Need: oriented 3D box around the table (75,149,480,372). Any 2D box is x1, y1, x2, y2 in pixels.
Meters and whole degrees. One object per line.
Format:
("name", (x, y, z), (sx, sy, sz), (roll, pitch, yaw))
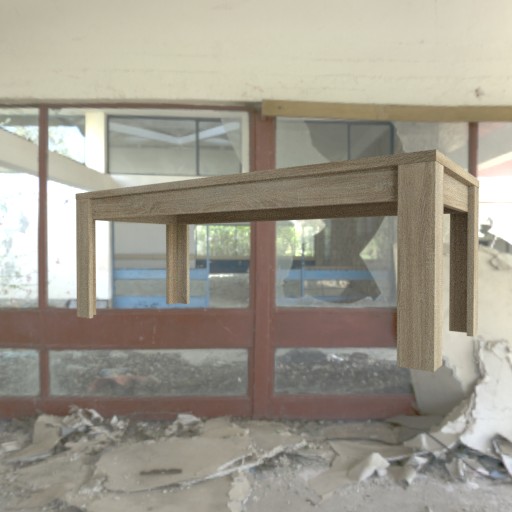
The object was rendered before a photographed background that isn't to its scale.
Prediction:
("table", (0.000, 0.000, 2.572), (2.200, 0.790, 0.900), (1, 1, 35))
